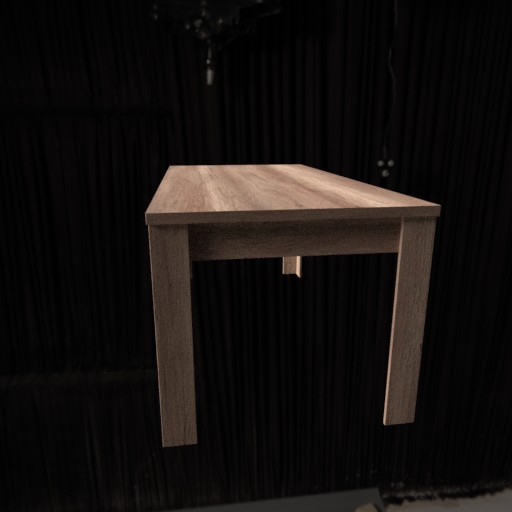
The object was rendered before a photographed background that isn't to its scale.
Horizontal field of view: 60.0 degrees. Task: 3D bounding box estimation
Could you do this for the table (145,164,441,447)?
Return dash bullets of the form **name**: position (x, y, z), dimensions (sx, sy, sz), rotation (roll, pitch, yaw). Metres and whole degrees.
- **table**: position (0.000, 0.000, 2.282), dimensions (0.900, 0.790, 1.800), rotation (-2, 16, -8)
